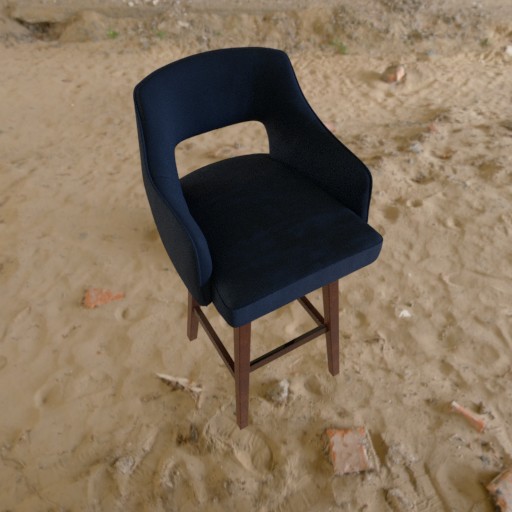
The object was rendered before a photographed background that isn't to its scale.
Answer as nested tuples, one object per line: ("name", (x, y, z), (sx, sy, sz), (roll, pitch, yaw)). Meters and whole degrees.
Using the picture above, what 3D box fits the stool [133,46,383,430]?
("stool", (0.000, 0.000, 1.361), (0.550, 1.041, 0.560), (-23, 51, -20))
